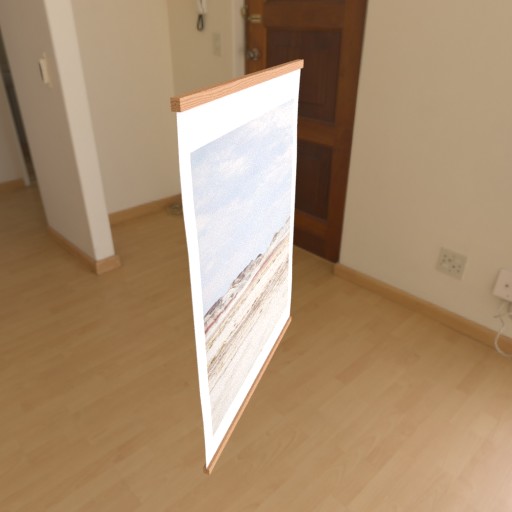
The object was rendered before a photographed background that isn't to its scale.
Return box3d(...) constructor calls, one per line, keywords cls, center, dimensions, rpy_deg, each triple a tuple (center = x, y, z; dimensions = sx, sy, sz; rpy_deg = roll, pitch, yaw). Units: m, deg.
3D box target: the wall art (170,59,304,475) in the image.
box3d(cls="wall art", center=(0.000, 0.000, 0.790), dimensions=(0.011, 0.605, 0.458), rpy_deg=(11, 31, 19))
